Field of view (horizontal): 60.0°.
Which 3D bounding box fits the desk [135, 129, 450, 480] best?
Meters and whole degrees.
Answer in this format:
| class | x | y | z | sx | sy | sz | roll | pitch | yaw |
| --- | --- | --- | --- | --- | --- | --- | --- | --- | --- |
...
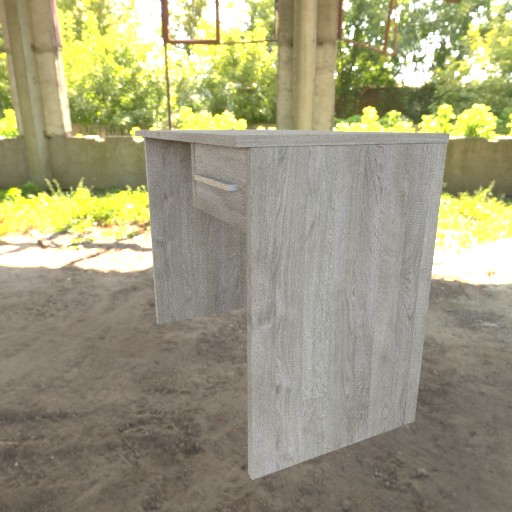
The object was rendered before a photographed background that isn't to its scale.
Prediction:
| class | x | y | z | sx | sy | sz | roll | pitch | yaw |
| --- | --- | --- | --- | --- | --- | --- | --- | --- | --- |
| desk | 0.000 | 0.000 | 1.337 | 0.498 | 0.724 | 0.893 | -8 | 18 | -24 |
